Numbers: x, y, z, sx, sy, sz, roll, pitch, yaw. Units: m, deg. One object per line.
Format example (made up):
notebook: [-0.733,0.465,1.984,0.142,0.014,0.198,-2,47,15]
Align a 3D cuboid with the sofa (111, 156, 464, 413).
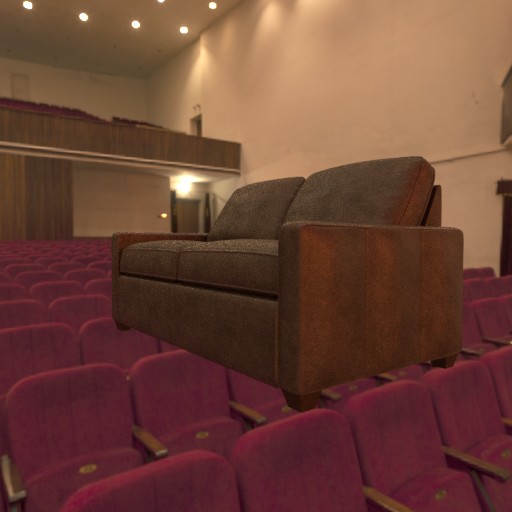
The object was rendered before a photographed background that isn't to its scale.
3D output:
sofa: [0.000,0.000,2.277,0.939,0.916,1.732,-1,2,-36]
